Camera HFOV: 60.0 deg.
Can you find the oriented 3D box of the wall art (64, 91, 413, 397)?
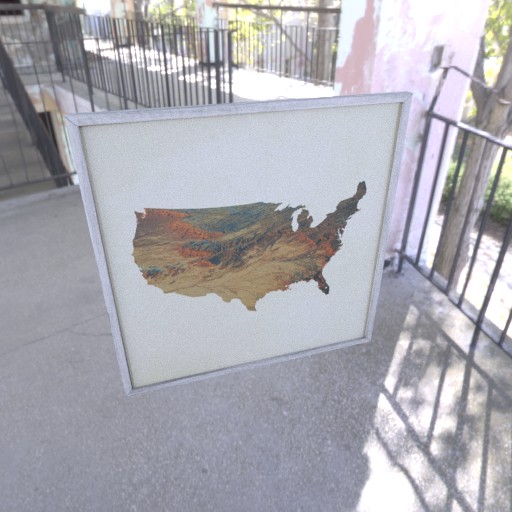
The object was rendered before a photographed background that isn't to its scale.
[{"bbox_3d":[0.000,0.000,0.758,0.508,0.507,0.016,-9,32,-15],"label":"wall art"}]
